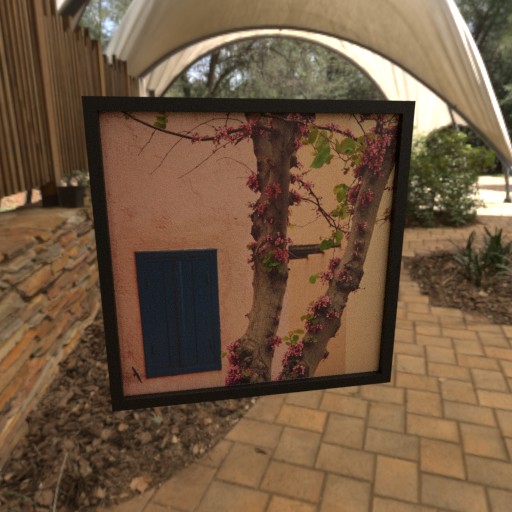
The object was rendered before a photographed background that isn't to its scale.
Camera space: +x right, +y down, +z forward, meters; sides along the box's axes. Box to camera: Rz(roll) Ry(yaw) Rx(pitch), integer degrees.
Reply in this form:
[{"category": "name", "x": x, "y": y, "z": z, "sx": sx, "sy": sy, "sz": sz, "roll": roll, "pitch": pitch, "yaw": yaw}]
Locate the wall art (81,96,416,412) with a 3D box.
[{"category": "wall art", "x": 0.000, "y": 0.000, "z": 0.456, "sx": 0.305, "sy": 0.304, "sz": 0.038, "roll": -3, "pitch": 16, "yaw": -10}]
